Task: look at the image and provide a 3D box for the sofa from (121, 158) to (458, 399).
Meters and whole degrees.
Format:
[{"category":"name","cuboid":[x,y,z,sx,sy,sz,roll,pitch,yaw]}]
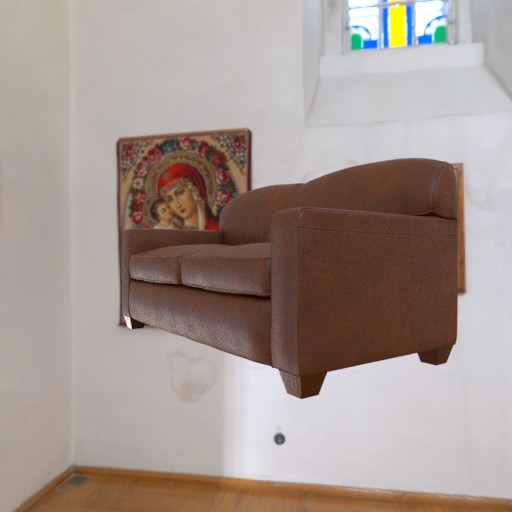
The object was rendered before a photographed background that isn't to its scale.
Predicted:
[{"category":"sofa","cuboid":[0.000,0.000,2.477,1.000,0.966,1.856,0,1,-35]}]
